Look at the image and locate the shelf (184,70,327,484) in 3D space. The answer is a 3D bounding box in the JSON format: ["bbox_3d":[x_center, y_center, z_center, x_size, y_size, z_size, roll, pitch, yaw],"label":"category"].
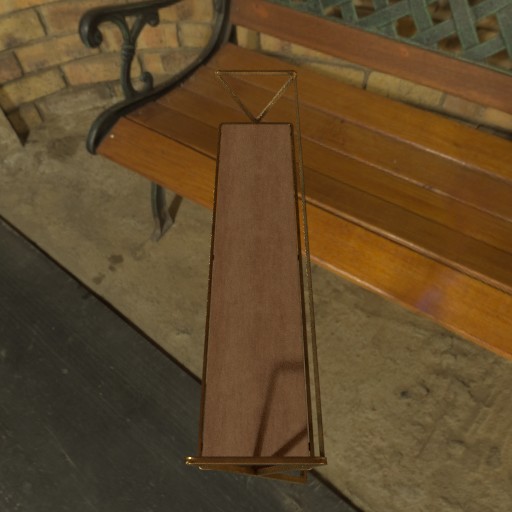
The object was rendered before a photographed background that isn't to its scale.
[{"bbox_3d":[0.000,0.000,0.722,0.150,0.229,0.645,0,58,0],"label":"shelf"}]
